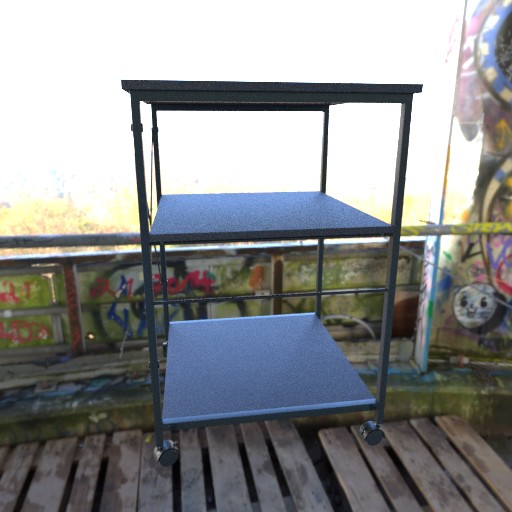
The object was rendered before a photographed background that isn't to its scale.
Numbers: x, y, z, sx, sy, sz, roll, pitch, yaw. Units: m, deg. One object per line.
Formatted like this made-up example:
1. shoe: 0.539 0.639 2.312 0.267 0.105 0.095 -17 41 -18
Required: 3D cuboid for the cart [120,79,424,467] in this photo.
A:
1. cart: 0.000 0.000 1.099 0.520 0.762 0.521 -2 16 -9
